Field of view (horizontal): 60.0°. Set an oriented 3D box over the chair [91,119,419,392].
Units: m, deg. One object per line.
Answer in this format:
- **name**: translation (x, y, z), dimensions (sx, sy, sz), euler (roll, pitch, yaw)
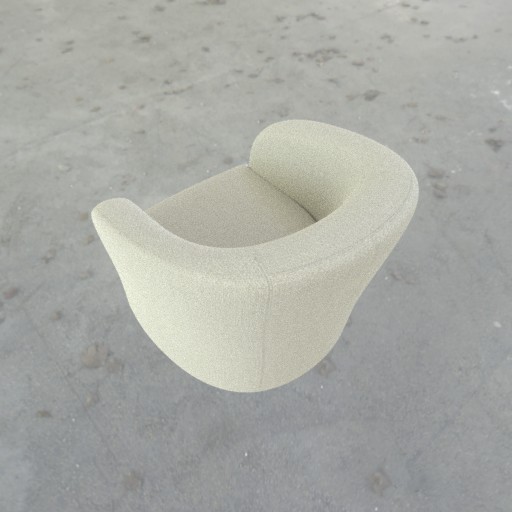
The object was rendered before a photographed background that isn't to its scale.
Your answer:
- **chair**: translation (0.000, 0.000, 1.430), dimensions (0.791, 0.771, 0.815), euler (-32, 55, -26)
